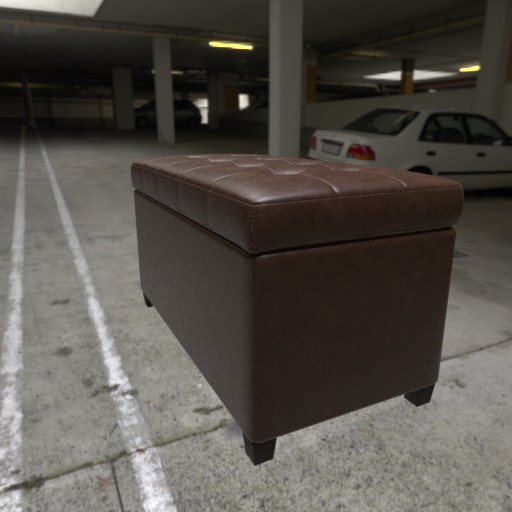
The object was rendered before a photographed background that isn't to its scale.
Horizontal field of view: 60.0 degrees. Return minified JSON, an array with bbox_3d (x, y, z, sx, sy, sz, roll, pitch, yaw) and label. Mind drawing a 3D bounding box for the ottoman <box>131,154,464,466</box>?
[{"bbox_3d":[0.000,0.000,1.107,0.432,0.470,0.838,-8,18,-25],"label":"ottoman"}]
